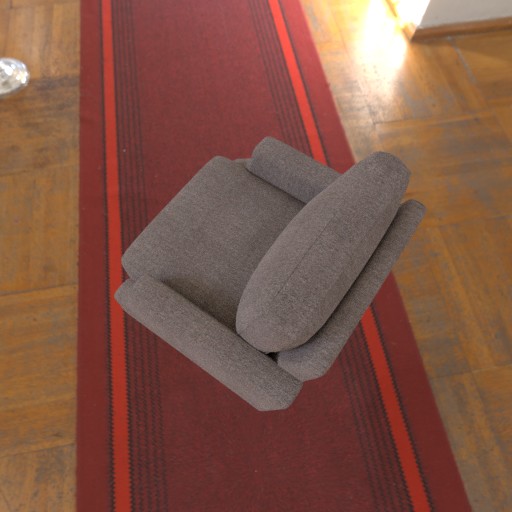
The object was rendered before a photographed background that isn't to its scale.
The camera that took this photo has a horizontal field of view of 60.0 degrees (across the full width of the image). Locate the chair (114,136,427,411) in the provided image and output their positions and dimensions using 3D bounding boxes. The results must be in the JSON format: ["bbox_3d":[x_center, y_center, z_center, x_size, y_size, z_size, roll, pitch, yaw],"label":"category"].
[{"bbox_3d":[0.000,0.000,1.706,0.897,0.993,0.855,32,68,15],"label":"chair"}]
